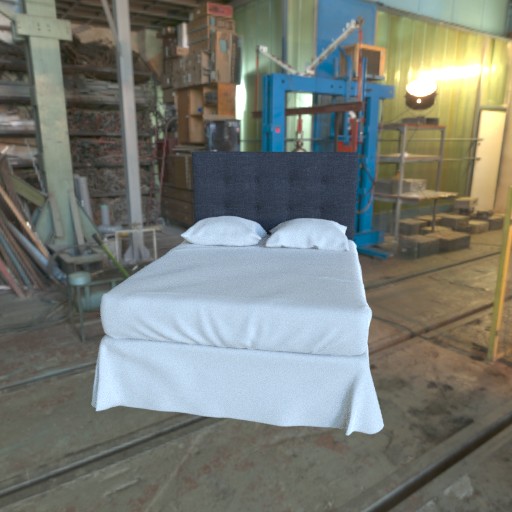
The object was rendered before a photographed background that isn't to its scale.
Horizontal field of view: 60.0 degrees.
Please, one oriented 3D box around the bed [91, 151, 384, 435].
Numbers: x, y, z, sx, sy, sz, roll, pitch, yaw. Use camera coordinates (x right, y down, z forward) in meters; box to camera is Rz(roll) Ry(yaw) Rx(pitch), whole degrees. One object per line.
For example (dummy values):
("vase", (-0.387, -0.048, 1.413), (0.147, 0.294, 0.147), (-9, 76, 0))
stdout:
("bed", (0.000, 0.000, 3.544), (1.936, 1.577, 2.222), (3, 15, 9))
